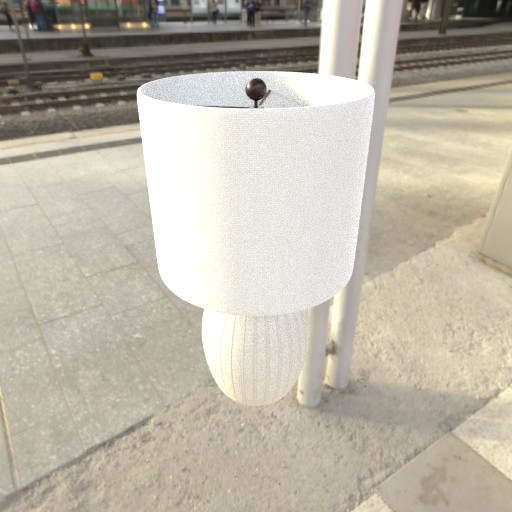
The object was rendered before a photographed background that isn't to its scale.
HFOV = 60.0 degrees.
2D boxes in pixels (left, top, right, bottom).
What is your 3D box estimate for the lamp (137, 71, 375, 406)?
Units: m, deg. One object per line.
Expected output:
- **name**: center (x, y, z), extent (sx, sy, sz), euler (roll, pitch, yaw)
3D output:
- **lamp**: center (0.000, 0.000, 0.758), extent (0.328, 0.570, 0.328), euler (0, 29, 0)
